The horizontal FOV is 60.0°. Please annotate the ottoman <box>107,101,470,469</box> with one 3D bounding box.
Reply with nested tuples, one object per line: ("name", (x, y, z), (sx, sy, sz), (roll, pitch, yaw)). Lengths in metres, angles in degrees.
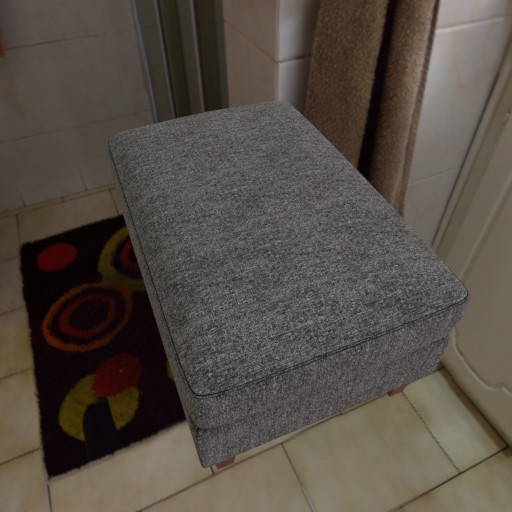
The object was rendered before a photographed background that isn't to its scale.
("ottoman", (0.000, 0.000, 1.162), (0.584, 0.483, 0.864), (-17, 49, -15))
